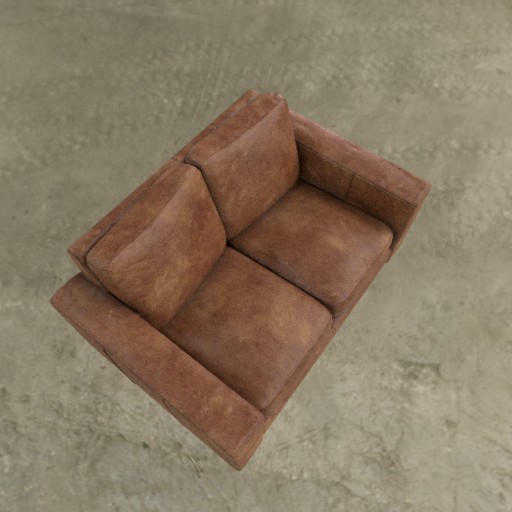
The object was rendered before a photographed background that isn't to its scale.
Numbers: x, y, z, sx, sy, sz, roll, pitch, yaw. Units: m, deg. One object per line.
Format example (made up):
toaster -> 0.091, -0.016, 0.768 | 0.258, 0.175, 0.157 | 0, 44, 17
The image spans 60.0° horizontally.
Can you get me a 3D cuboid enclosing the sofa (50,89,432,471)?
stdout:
sofa -> 0.000, 0.000, 2.226 | 1.041, 0.889, 1.626 | 34, 65, 18
